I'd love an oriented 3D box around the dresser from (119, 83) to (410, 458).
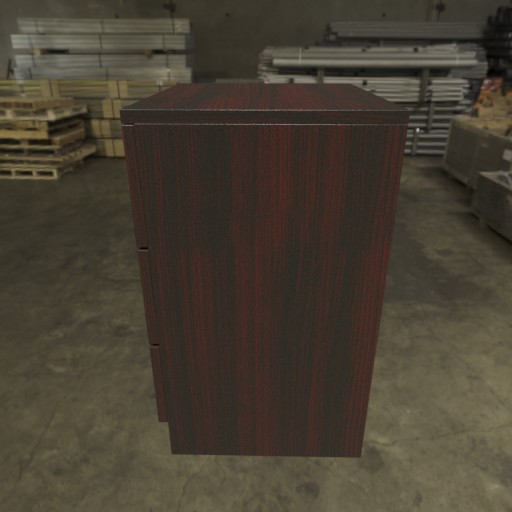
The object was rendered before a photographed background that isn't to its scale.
[{"bbox_3d":[0.000,0.000,0.809,0.360,0.560,0.400,1,25,1],"label":"dresser"}]
